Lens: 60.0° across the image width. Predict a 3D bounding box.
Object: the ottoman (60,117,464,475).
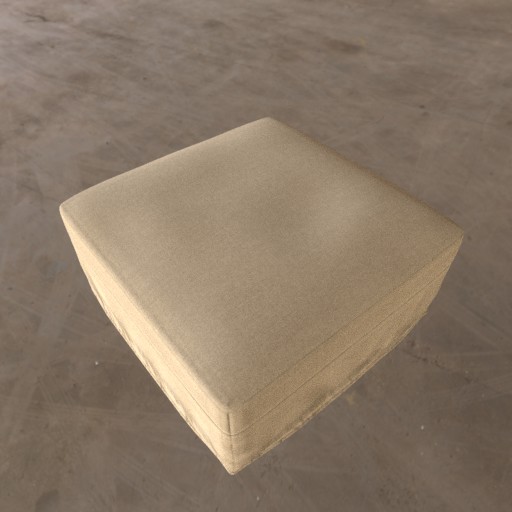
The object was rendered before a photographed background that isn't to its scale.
[{"bbox_3d":[0.000,0.000,1.349,0.840,0.436,0.843,-31,53,-27],"label":"ottoman"}]
